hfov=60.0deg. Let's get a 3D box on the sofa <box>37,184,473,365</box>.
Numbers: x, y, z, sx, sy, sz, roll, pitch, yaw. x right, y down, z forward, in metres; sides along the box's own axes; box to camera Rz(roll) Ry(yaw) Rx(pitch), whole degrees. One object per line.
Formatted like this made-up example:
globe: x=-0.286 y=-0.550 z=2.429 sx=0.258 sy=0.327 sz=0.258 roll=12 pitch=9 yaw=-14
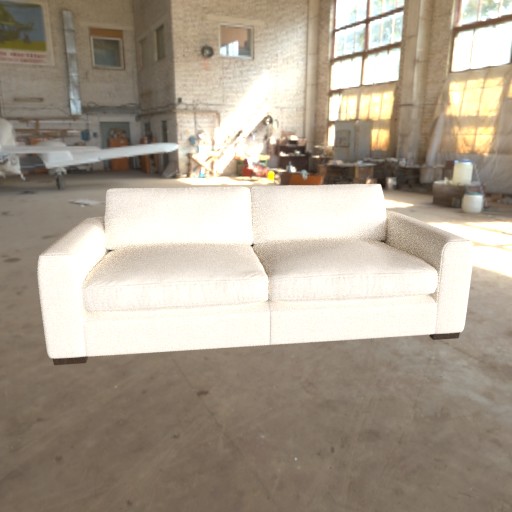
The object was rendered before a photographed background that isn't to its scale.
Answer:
sofa: x=0.000 y=0.000 z=2.748 sx=2.262 sy=0.801 sz=1.070 roll=-2 pitch=15 yaw=-8
